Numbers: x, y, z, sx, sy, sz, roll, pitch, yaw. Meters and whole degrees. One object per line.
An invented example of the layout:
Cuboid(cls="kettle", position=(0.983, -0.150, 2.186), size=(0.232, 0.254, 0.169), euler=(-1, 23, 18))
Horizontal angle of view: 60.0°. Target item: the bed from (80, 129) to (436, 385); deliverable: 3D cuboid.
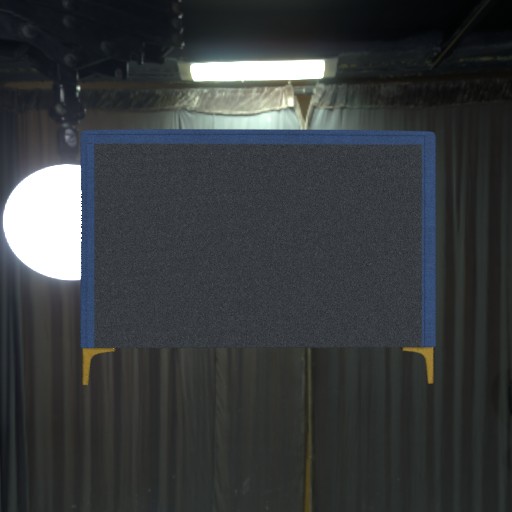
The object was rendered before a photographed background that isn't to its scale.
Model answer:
Cuboid(cls="bed", position=(0.000, 0.000, 3.190), size=(1.723, 1.231, 2.172), euler=(0, 0, -1))
